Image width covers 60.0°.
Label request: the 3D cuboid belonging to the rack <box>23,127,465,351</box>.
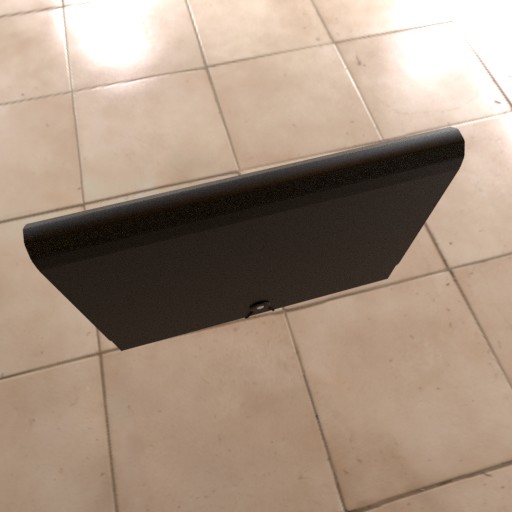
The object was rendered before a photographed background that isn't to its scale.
[{"bbox_3d":[0.000,0.000,0.430,0.330,0.241,0.041,-14,64,-7],"label":"rack"}]
